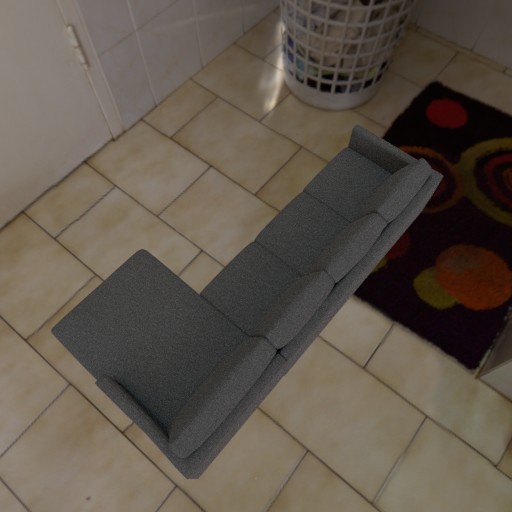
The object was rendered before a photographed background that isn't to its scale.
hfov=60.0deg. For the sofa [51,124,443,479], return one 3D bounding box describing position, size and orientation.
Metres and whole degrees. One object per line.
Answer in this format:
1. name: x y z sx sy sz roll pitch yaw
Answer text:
1. sofa: 0.000 0.000 3.814 1.625 0.846 3.186 38 69 17
